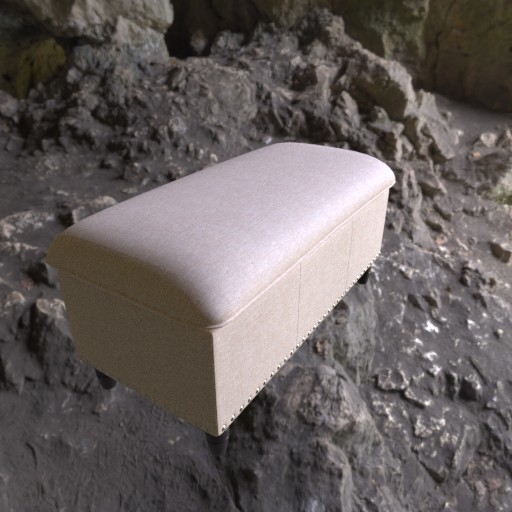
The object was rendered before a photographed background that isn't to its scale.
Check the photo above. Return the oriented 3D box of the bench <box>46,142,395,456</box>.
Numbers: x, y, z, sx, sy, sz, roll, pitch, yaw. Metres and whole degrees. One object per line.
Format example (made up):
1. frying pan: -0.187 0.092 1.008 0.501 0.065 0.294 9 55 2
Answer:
1. bench: 0.000 0.000 1.256 0.483 0.483 0.991 17 33 29
